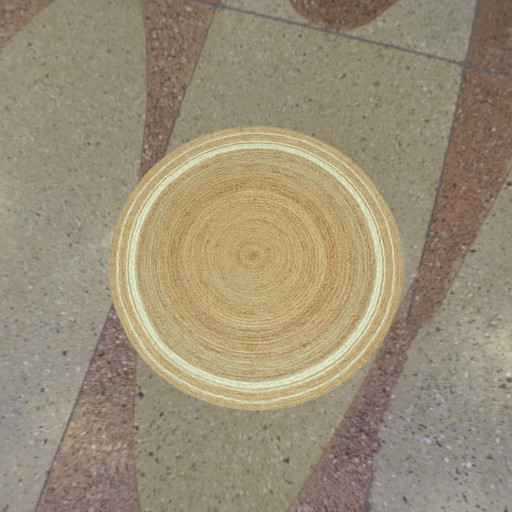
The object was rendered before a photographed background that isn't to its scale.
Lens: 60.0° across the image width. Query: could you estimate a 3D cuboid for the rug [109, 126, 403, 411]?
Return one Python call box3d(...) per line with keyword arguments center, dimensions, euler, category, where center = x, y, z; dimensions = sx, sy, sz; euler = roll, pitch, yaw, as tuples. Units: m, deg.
box3d(center=(0.000, 0.000, 3.701), dimensions=(2.444, 0.015, 2.444), euler=(0, 74, 0), category="rug")
